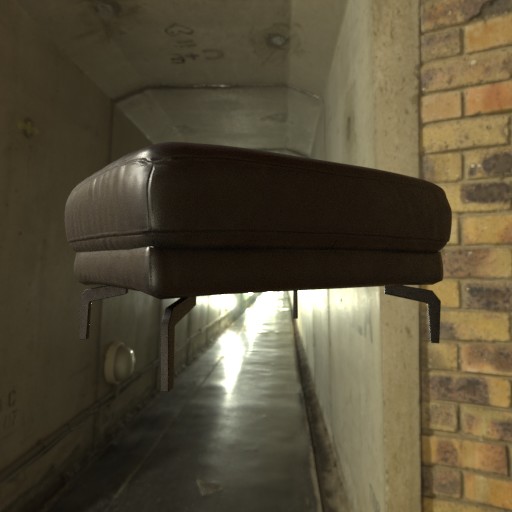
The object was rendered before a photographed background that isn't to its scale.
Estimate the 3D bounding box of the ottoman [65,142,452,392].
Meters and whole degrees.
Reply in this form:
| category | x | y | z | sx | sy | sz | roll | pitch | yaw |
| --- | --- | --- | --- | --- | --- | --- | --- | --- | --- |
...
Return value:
| category | x | y | z | sx | sy | sz | roll | pitch | yaw |
| --- | --- | --- | --- | --- | --- | --- | --- | --- | --- |
| ottoman | 0.000 | 0.000 | 1.047 | 0.764 | 0.402 | 0.570 | 0 | -1 | -34 |
